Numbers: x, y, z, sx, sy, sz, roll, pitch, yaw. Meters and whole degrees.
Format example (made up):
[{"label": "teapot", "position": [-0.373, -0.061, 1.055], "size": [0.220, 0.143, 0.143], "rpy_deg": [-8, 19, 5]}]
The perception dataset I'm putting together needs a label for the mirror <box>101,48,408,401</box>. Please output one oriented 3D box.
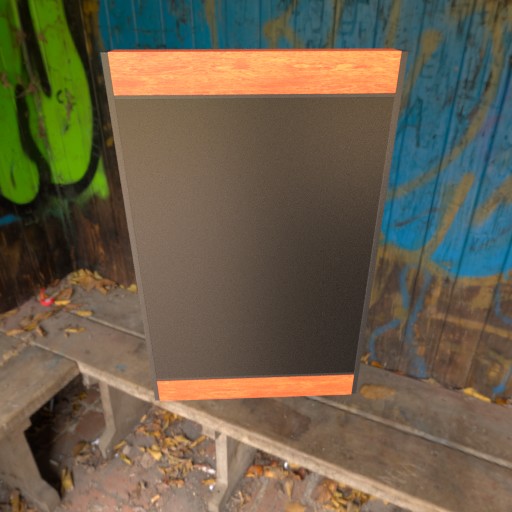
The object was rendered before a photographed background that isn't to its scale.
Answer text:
[{"label": "mirror", "position": [0.000, 0.000, 0.975], "size": [0.525, 0.823, 0.047], "rpy_deg": [-1, 30, -2]}]
